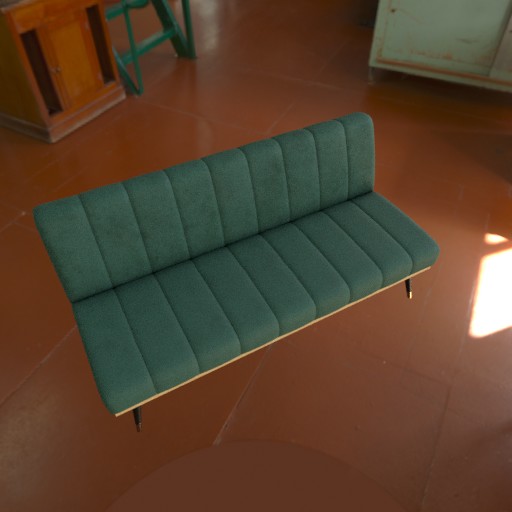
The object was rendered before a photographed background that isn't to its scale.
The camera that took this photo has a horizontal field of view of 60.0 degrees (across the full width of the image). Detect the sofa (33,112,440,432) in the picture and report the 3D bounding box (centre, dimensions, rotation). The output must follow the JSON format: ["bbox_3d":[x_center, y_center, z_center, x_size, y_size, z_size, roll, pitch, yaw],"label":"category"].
[{"bbox_3d":[0.000,0.000,2.262,1.810,0.820,0.830,-21,50,-20],"label":"sofa"}]
